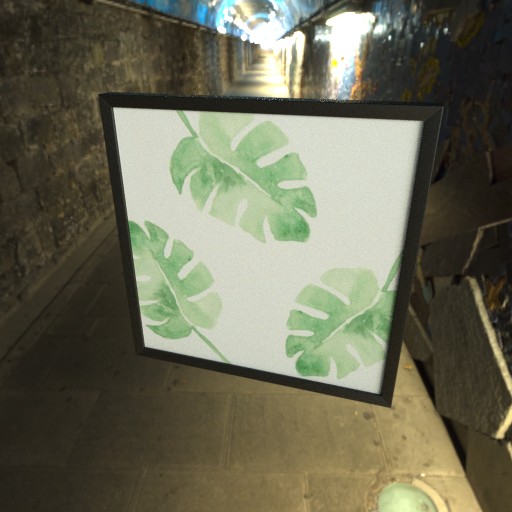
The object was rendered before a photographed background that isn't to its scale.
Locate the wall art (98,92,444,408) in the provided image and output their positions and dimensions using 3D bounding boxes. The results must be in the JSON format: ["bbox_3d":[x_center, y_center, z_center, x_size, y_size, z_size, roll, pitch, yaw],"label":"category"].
[{"bbox_3d":[0.000,0.000,0.752,0.508,0.508,0.036,8,27,15],"label":"wall art"}]
